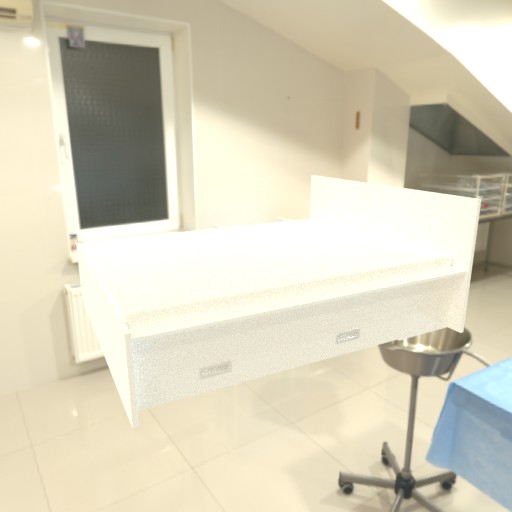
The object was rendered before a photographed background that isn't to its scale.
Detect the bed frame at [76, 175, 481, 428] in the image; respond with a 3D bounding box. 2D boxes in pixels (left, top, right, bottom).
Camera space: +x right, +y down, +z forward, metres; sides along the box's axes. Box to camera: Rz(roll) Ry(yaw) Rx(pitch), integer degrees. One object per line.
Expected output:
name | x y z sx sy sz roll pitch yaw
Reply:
bed frame | 0.000 0.000 2.810 1.960 0.800 1.622 -8 17 -26
